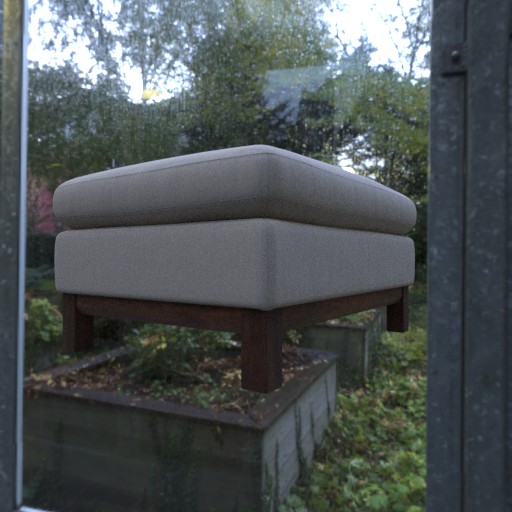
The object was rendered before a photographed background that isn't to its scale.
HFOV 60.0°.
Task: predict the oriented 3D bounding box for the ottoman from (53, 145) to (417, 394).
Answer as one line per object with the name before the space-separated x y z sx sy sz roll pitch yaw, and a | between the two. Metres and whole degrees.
ottoman | 0.000 0.000 1.115 0.606 0.420 0.771 0 0 36
